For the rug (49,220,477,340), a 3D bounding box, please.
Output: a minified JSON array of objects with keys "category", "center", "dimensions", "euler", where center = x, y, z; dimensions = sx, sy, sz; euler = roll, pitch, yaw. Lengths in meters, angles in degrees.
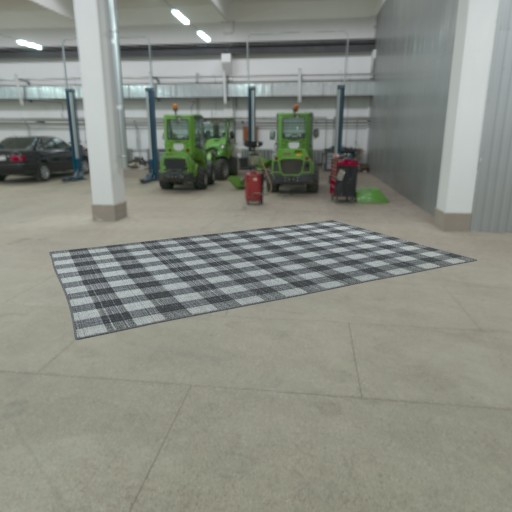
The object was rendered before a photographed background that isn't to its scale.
[{"category":"rug","center":[0.000,0.000,3.009],"dimensions":[2.476,0.011,1.554],"euler":[-8,18,-27]}]
